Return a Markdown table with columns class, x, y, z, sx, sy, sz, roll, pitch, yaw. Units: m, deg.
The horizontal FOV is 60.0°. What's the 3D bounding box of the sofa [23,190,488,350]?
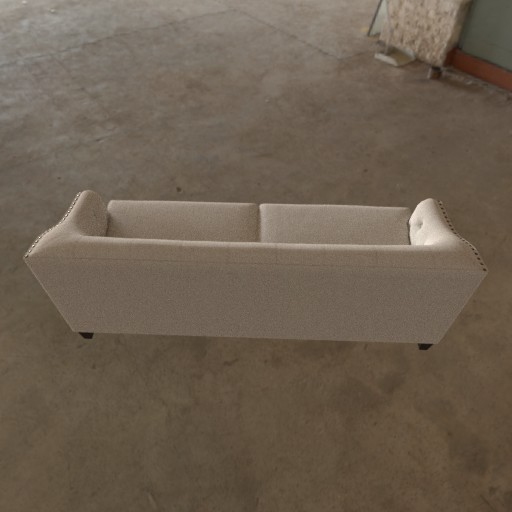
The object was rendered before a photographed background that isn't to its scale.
| class | x | y | z | sx | sy | sz | roll | pitch | yaw |
| --- | --- | --- | --- | --- | --- | --- | --- | --- | --- |
| sofa | 0.000 | 0.000 | 2.711 | 2.235 | 0.901 | 0.914 | 2 | 46 | 2 |
